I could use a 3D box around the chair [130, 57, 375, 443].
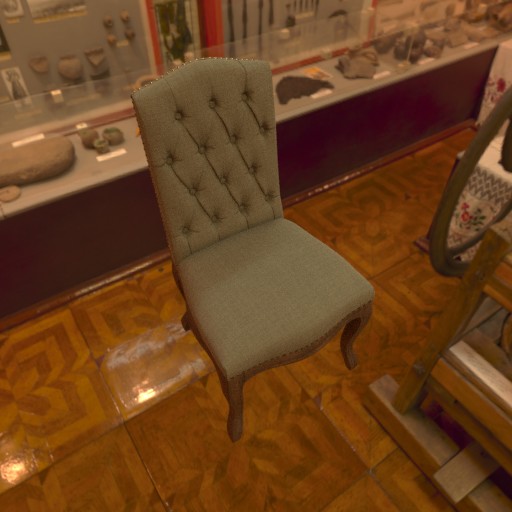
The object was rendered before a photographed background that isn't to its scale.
[{"bbox_3d":[0.000,0.000,1.622,0.637,1.191,0.731,-24,51,-22],"label":"chair"}]
